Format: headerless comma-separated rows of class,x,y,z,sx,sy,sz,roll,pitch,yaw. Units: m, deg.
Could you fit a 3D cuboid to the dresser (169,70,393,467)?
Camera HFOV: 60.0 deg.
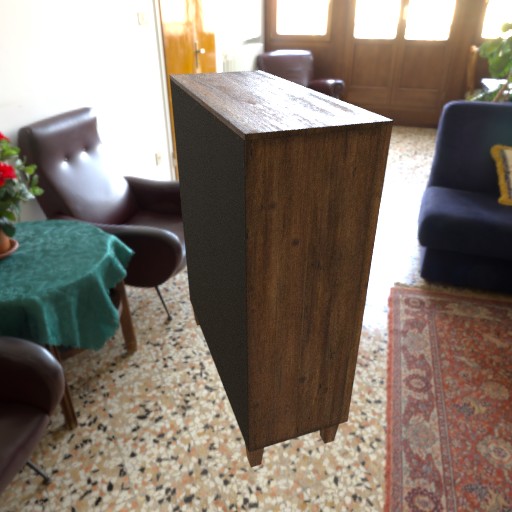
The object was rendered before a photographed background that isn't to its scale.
dresser,0.000,0.000,1.932,0.438,1.359,1.067,-10,31,-17
